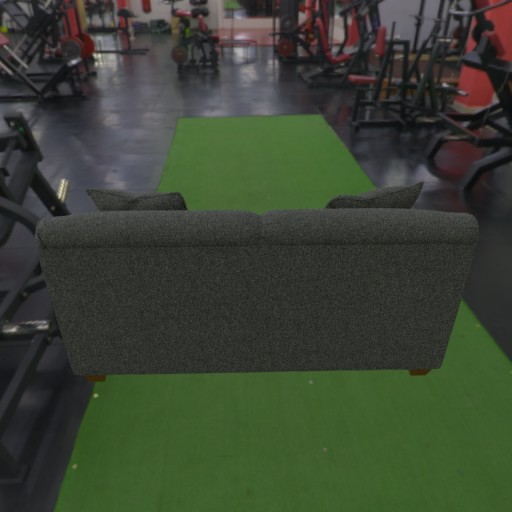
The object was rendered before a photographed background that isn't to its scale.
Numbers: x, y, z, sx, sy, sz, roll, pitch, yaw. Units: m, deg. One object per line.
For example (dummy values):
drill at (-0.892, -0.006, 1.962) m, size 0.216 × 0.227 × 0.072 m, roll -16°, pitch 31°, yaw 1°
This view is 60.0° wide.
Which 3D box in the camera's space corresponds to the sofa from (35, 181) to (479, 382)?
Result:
sofa at (0.000, 0.000, 2.415) m, size 1.846 × 0.958 × 0.998 m, roll -1°, pitch 31°, yaw -1°
